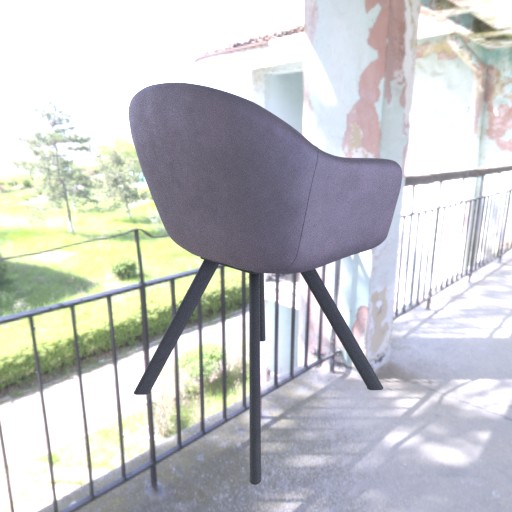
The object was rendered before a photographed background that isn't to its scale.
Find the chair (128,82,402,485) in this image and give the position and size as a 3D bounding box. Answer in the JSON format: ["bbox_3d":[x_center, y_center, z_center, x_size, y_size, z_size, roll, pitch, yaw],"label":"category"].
[{"bbox_3d":[0.000,0.000,1.124,0.567,0.781,0.544,15,21,43],"label":"chair"}]
